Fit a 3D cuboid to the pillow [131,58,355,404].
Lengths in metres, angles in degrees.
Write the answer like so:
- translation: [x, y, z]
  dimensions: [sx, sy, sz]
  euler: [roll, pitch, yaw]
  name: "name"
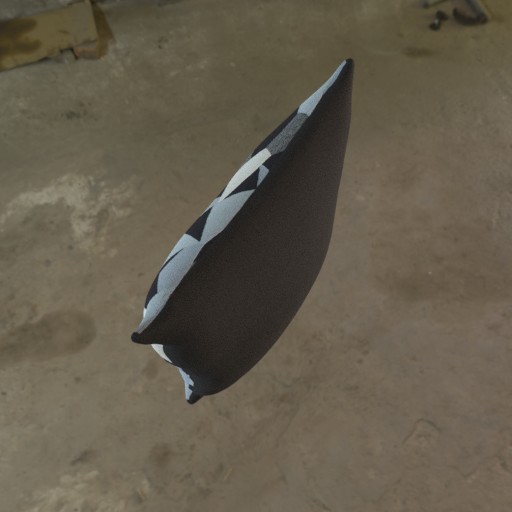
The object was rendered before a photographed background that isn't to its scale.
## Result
- translation: [0.000, 0.000, 0.767]
  dimensions: [0.208, 0.496, 0.503]
  euler: [30, 68, 14]
  name: "pillow"
